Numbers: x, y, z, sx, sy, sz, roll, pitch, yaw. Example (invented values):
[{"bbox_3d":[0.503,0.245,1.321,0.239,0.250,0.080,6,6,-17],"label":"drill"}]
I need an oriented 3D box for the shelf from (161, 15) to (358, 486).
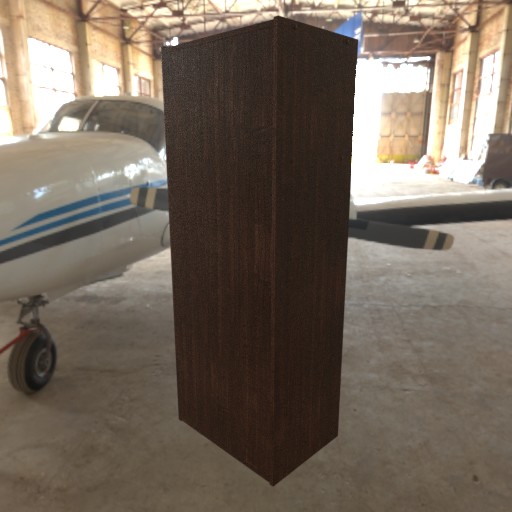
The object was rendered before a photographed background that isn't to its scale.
[{"bbox_3d":[0.000,0.000,1.244,0.415,1.099,0.290,14,19,43],"label":"shelf"}]
